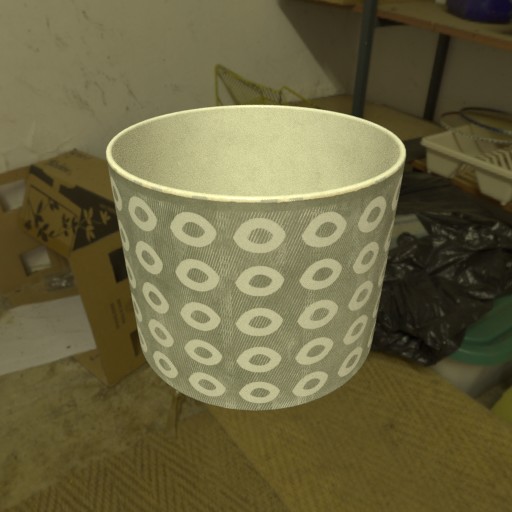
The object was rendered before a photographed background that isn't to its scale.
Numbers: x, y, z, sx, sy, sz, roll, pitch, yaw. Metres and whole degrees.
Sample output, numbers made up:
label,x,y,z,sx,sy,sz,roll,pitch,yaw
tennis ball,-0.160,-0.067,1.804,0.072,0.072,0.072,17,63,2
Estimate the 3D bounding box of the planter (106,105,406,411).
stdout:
label,x,y,z,sx,sy,sz,roll,pitch,yaw
planter,0.000,0.000,0.339,0.190,0.181,0.190,0,32,0
